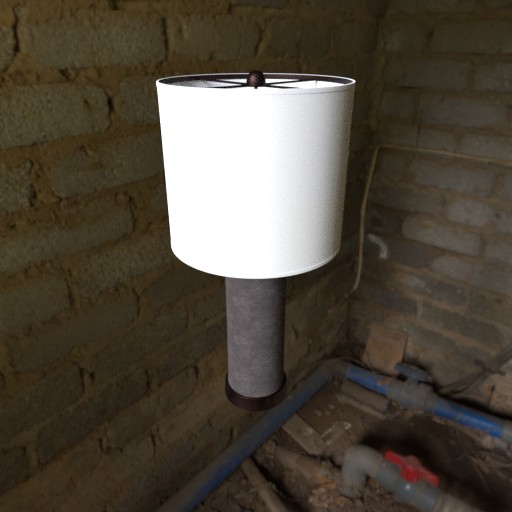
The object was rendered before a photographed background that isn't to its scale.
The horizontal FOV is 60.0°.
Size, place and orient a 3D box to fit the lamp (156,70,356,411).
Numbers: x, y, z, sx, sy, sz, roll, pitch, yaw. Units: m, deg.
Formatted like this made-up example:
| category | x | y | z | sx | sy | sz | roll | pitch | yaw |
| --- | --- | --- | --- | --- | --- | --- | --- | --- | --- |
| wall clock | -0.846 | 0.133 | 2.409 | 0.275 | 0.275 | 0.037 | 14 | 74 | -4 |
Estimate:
| category | x | y | z | sx | sy | sz | roll | pitch | yaw |
| --- | --- | --- | --- | --- | --- | --- | --- | --- | --- |
| lamp | 0.000 | 0.000 | 0.813 | 0.301 | 0.630 | 0.301 | 1 | 26 | 2 |
